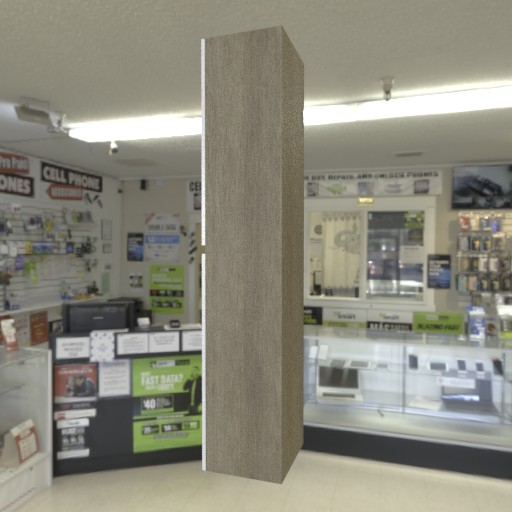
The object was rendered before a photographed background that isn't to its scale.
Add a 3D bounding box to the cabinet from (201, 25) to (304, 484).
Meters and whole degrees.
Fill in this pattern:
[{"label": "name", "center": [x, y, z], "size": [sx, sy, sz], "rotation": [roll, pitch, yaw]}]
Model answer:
[{"label": "cabinet", "center": [0.000, 0.000, 1.538], "size": [0.270, 1.400, 0.300], "rotation": [0, 1, 19]}]
